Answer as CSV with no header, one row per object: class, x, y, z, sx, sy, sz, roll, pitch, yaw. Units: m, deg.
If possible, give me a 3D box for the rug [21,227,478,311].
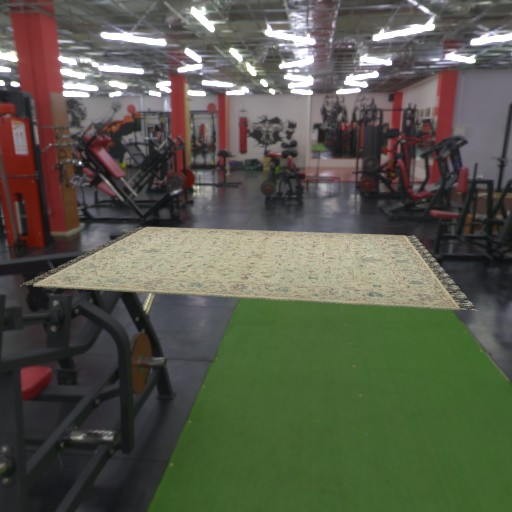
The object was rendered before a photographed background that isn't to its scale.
rug,0.000,0.000,2.297,1.802,0.008,1.247,2,16,9
